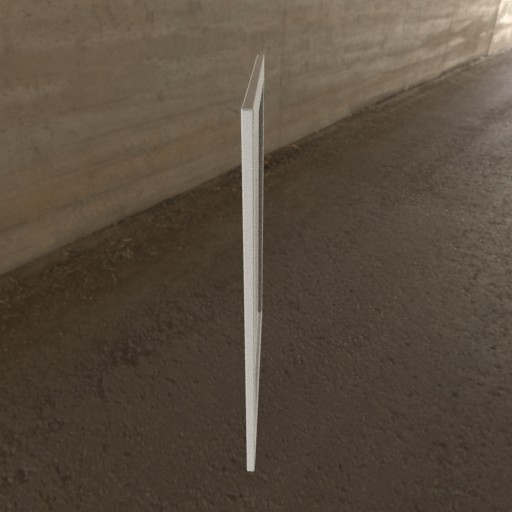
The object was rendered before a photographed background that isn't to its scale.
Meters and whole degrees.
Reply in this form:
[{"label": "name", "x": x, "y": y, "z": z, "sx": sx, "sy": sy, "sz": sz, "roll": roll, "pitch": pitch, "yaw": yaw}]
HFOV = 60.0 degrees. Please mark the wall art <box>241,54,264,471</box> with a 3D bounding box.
[{"label": "wall art", "x": 0.000, "y": 0.000, "z": 0.687, "sx": 0.012, "sy": 0.529, "sz": 0.374, "roll": 1, "pitch": 31, "yaw": 2}]
